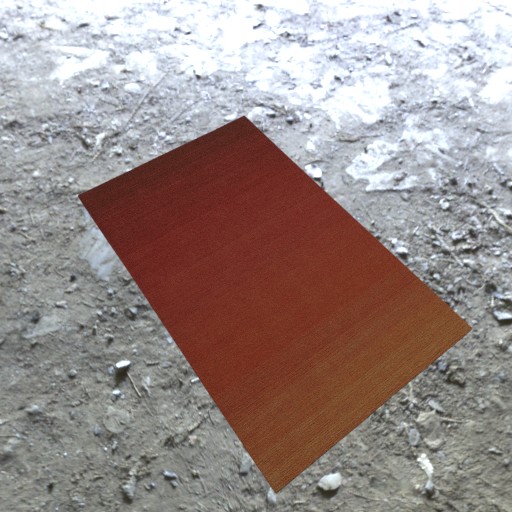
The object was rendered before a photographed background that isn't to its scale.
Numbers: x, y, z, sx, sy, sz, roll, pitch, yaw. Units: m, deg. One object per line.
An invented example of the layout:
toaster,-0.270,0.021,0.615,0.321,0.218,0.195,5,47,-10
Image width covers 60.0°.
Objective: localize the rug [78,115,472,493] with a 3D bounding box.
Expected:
rug,0.000,0.000,3.021,1.531,0.010,2.442,-31,62,-19
